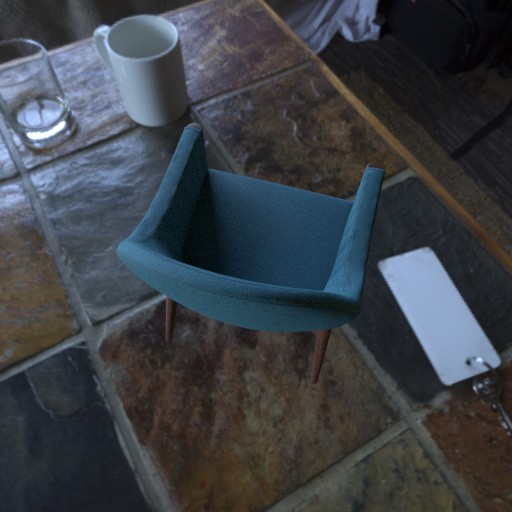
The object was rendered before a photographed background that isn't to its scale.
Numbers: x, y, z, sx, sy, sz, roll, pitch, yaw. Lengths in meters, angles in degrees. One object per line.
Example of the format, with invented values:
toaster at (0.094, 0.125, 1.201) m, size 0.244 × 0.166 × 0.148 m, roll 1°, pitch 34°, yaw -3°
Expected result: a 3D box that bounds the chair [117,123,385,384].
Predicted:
chair at (0.000, 0.000, 1.388) m, size 0.656 × 0.907 × 0.652 m, roll 14°, pitch 64°, yaw 7°
